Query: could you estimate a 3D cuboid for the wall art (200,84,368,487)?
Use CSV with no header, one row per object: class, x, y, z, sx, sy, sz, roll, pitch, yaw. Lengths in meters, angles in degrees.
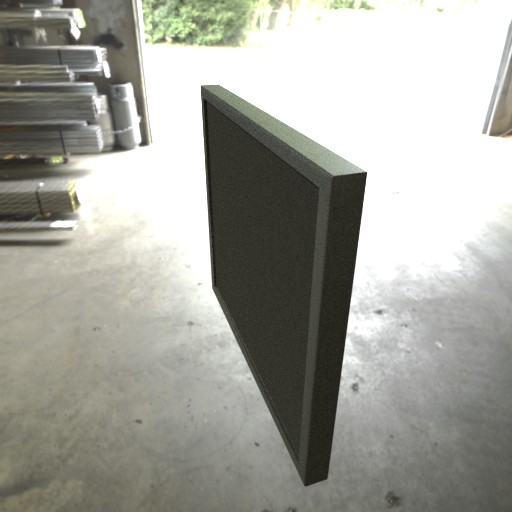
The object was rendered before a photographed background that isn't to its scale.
wall art,0.000,0.000,0.527,0.028,0.330,0.380,-10,31,-17
